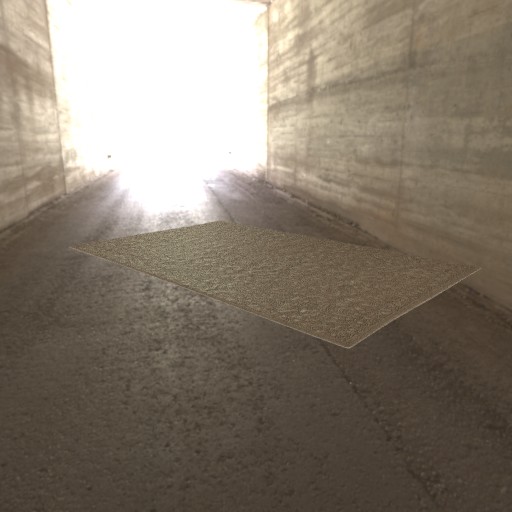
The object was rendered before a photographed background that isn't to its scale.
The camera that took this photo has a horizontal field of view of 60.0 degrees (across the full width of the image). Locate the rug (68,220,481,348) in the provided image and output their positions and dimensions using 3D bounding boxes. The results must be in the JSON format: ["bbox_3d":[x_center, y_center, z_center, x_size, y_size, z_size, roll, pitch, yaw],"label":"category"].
[{"bbox_3d":[0.000,0.000,3.038,2.435,0.012,1.529,14,20,42],"label":"rug"}]
